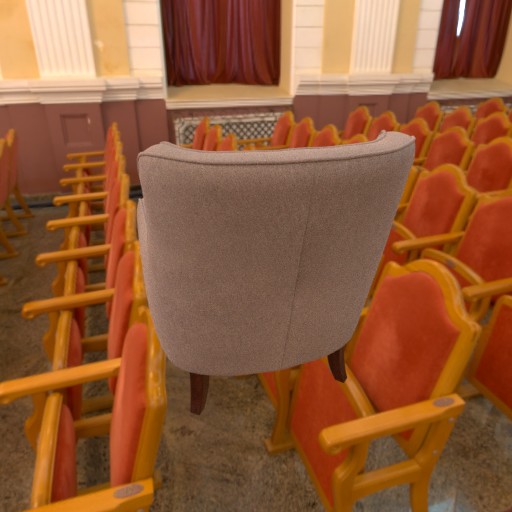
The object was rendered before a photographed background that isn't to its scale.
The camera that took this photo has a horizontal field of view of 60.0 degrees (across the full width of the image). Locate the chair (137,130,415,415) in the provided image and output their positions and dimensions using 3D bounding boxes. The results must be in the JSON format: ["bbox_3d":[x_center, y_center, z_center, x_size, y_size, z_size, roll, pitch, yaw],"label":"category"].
[{"bbox_3d":[0.000,0.000,1.582,0.781,0.919,0.910,-7,26,-16],"label":"chair"}]
